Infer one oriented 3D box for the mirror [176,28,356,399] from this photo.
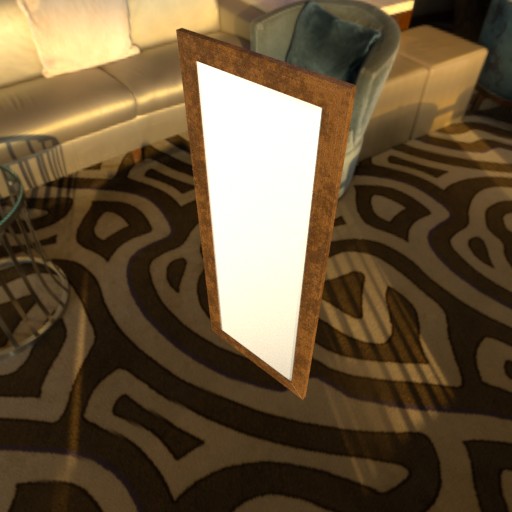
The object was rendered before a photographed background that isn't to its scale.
[{"bbox_3d":[0.000,0.000,2.298,0.812,2.031,0.032,31,53,28],"label":"mirror"}]
